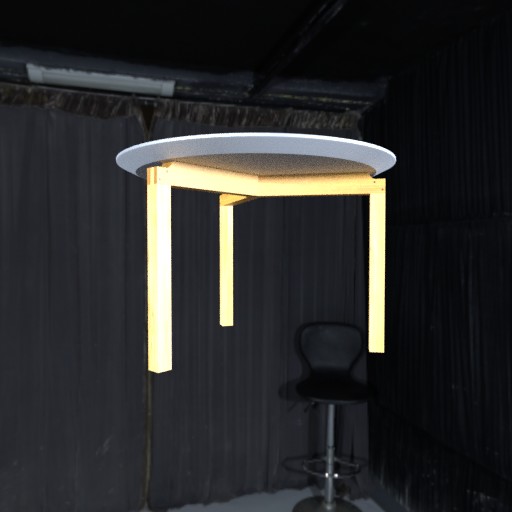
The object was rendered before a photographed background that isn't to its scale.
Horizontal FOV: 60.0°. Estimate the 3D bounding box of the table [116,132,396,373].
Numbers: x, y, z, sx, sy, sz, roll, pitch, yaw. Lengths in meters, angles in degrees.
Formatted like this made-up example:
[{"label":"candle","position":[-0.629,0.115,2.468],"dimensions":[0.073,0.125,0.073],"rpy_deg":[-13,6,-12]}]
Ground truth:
[{"label":"table","position":[0.000,0.000,1.002],"dimensions":[0.600,0.405,0.600],"rpy_deg":[0,2,0]}]
